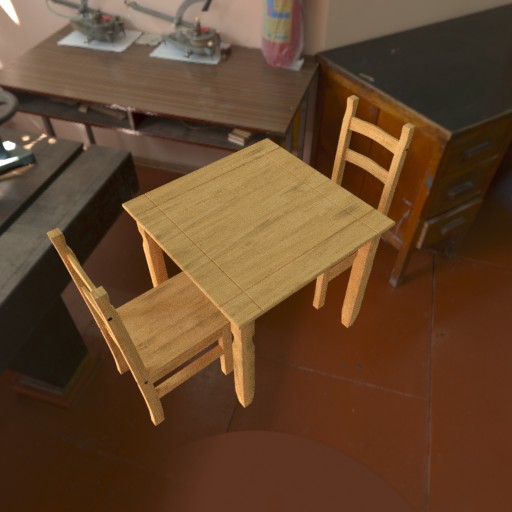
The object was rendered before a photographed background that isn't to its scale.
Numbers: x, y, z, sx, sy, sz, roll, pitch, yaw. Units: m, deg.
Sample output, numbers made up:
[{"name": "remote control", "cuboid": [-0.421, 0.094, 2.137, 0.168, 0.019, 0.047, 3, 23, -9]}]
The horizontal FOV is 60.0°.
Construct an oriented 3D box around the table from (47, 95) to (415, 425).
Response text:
[{"name": "table", "cuboid": [0.000, 0.000, 2.045, 1.501, 0.942, 0.813, -31, 54, -26]}]
